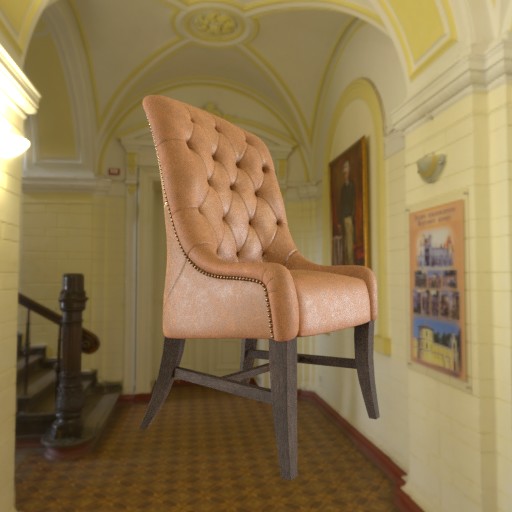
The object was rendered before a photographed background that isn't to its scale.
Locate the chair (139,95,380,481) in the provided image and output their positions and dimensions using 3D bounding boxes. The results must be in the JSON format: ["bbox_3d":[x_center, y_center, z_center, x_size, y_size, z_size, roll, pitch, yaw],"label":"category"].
[{"bbox_3d":[0.000,0.000,1.476,0.629,1.091,0.634,-2,-3,36],"label":"chair"}]
